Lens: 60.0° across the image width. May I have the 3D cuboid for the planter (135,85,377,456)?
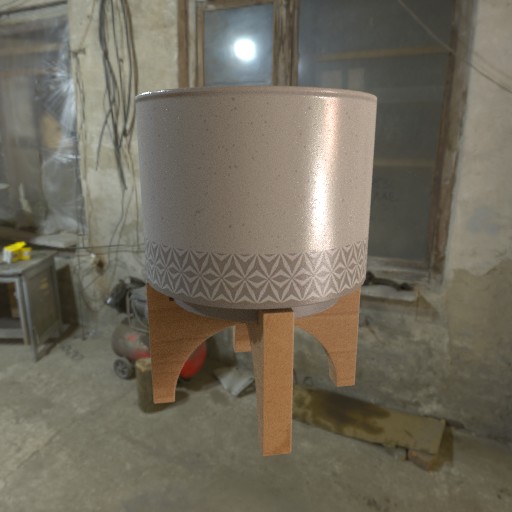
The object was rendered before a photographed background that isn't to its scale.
[{"bbox_3d":[0.000,0.000,0.267,0.130,0.178,0.130,0,14,0],"label":"planter"}]
